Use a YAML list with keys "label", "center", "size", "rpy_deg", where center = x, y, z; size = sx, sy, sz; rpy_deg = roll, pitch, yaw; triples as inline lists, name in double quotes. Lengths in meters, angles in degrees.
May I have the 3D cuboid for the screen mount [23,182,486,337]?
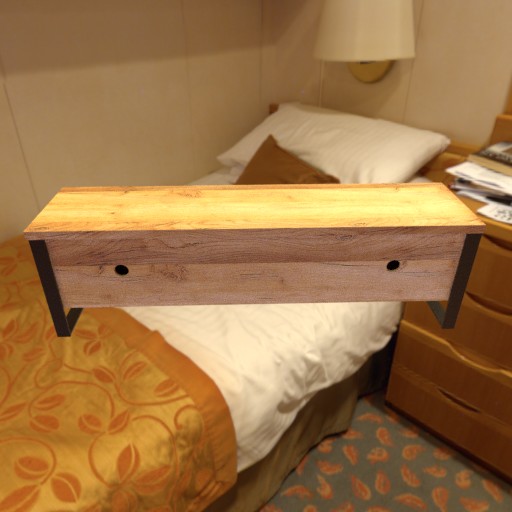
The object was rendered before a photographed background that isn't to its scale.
- label: "screen mount"
  center: [0.000, 0.000, 1.742]
  size: [1.524, 0.450, 0.395]
  rpy_deg: [-1, 31, -2]
